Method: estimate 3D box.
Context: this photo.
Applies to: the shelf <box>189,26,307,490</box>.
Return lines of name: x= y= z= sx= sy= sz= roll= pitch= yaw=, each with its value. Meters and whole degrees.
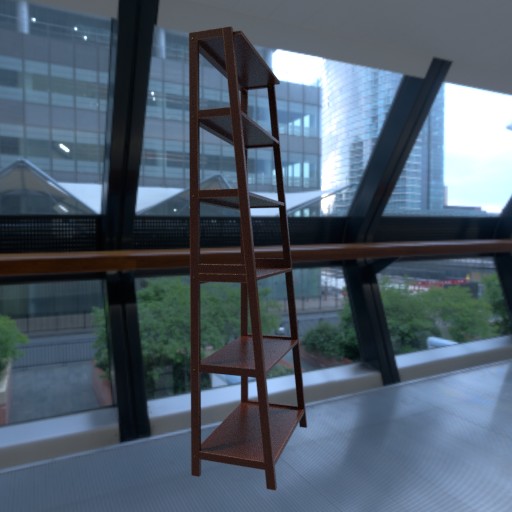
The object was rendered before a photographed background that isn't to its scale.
shelf: x=0.000 y=0.000 z=2.147 sx=0.381 sy=1.892 sz=0.660 roll=1 pitch=2 yaw=18
